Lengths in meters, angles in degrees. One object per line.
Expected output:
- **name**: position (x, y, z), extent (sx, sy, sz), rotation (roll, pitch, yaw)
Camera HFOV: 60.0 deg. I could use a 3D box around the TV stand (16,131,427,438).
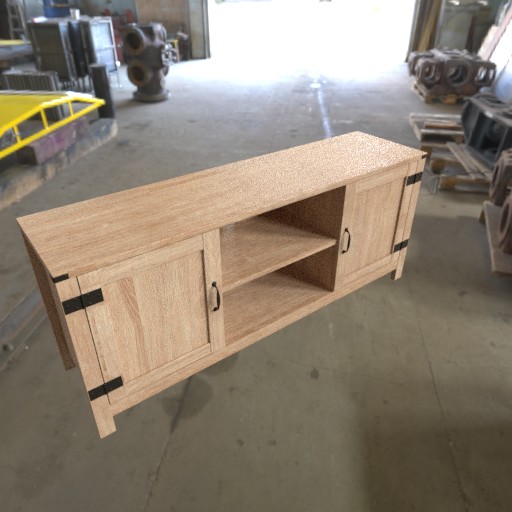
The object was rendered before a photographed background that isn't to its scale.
- **TV stand**: position (0.000, 0.000, 1.696), extent (1.466, 0.610, 0.398), rotation (-22, 38, -31)
